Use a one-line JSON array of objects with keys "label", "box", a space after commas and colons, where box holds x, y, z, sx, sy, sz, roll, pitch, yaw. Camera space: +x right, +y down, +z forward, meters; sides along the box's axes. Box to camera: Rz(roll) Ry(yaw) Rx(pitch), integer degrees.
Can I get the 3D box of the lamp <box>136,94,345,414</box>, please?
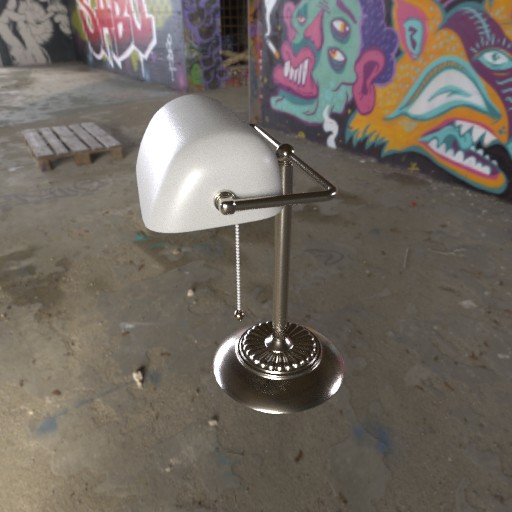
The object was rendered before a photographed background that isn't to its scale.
[{"label": "lamp", "box": [0.000, 0.000, 0.515, 0.243, 0.339, 0.264, -8, 30, -14]}]
